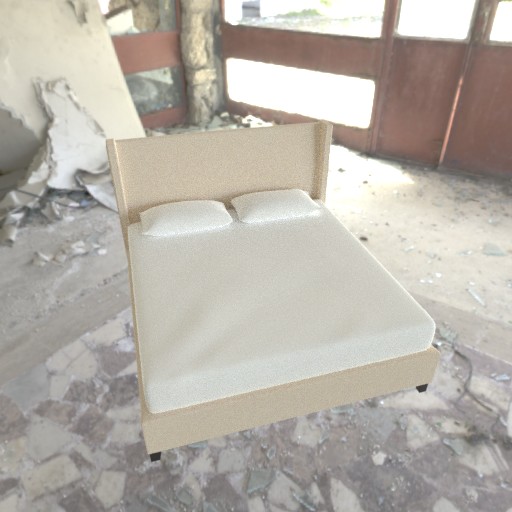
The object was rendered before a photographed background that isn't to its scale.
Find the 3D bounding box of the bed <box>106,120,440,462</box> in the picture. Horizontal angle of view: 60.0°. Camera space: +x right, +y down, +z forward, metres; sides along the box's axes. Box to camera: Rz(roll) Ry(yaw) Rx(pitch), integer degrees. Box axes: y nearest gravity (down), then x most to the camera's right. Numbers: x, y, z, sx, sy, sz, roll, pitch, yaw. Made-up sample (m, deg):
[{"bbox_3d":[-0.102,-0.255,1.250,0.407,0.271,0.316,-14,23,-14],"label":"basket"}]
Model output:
[{"bbox_3d":[0.000,0.000,3.707,2.145,1.471,2.293,-9,34,-14],"label":"bed"}]
